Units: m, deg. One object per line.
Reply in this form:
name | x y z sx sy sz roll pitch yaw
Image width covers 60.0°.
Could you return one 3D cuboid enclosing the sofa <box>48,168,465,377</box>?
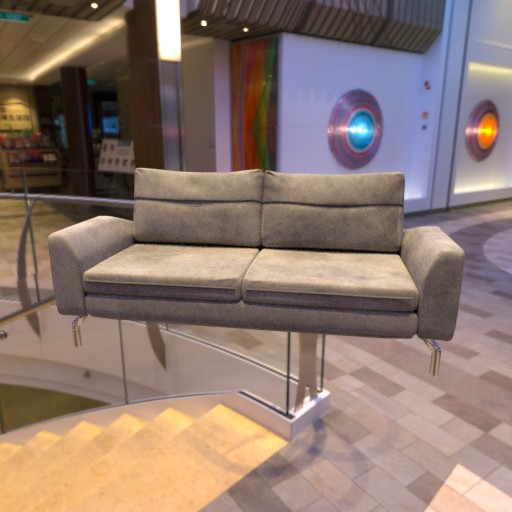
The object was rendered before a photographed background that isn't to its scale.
sofa | 0.000 0.000 2.334 1.837 0.859 0.849 3 16 9
